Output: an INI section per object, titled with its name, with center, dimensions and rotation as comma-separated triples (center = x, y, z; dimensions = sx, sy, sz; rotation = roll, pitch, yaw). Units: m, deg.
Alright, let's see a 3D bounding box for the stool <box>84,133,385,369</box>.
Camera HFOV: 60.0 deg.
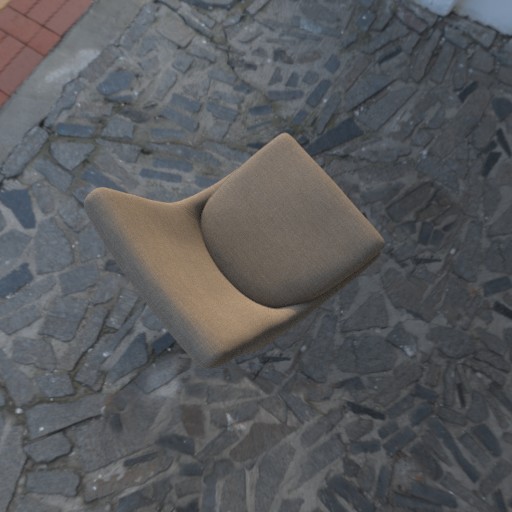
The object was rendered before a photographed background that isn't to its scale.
[stool]
center = 0.000, 0.000, 1.321
dimensions = 0.577, 0.981, 0.470
rotation = -38, 79, -9
